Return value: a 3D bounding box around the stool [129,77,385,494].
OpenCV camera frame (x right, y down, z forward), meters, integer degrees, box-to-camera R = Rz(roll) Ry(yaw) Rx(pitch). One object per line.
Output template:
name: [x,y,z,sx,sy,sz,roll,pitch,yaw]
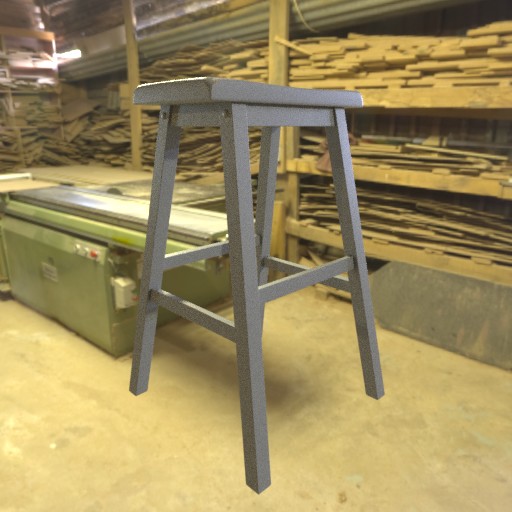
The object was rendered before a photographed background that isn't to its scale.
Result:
stool: [0.000,0.000,1.039,0.457,0.737,0.476,-16,22,-42]
